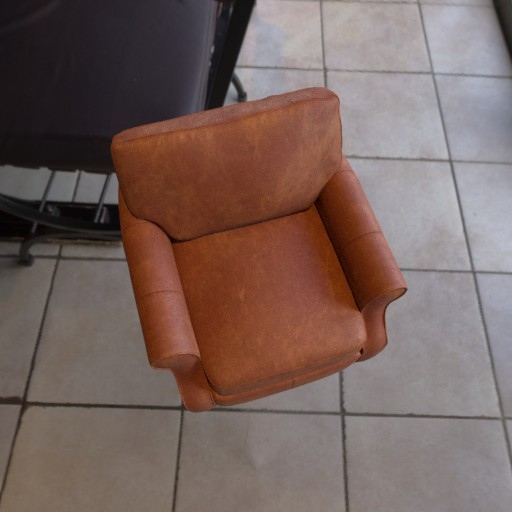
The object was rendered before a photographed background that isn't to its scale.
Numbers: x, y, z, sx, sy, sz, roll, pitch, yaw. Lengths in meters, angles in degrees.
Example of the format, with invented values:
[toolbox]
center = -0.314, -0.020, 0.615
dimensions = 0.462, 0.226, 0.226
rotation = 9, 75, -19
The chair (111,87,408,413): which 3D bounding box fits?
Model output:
[chair]
center = 0.000, 0.000, 1.798
dimensions = 0.983, 0.962, 0.986
rotation = -15, 65, -7
